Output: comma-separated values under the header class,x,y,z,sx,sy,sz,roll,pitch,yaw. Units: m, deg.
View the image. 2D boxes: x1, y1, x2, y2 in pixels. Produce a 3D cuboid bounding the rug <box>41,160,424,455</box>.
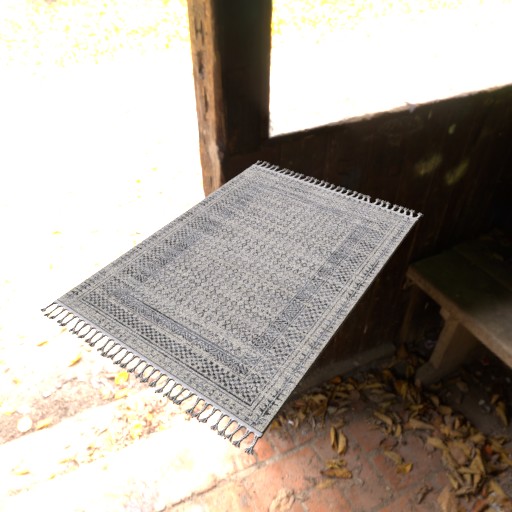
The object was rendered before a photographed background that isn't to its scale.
class,x,y,z,sx,sy,sz,roll,pitch,yaw
rug,0.000,0.000,2.417,1.243,0.013,1.872,24,45,26
